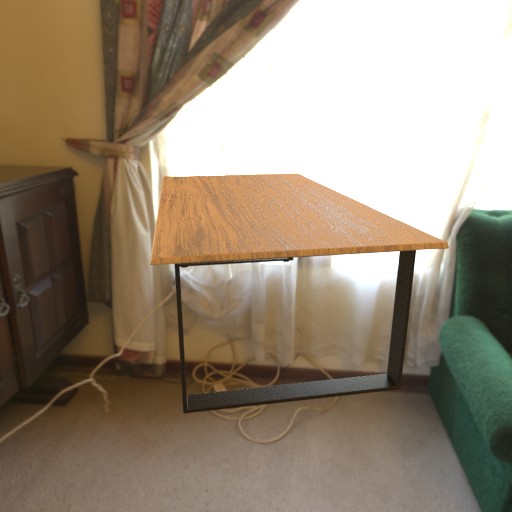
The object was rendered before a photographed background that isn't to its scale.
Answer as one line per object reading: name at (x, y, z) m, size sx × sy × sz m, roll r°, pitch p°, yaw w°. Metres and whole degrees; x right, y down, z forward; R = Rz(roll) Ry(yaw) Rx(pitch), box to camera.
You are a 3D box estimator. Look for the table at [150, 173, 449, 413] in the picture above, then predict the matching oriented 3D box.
table at (0.000, 0.000, 1.680) m, size 0.693 × 0.445 × 1.331 m, roll -3°, pitch 18°, yaw -10°
